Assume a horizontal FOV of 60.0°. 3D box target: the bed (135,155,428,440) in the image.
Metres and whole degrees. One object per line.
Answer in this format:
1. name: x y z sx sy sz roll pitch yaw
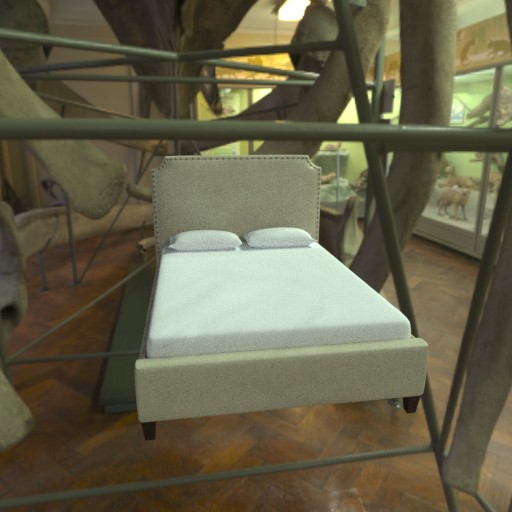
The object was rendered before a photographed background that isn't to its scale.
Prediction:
1. bed: 0.000 0.000 3.506 1.712 1.443 2.372 -2 16 -9
